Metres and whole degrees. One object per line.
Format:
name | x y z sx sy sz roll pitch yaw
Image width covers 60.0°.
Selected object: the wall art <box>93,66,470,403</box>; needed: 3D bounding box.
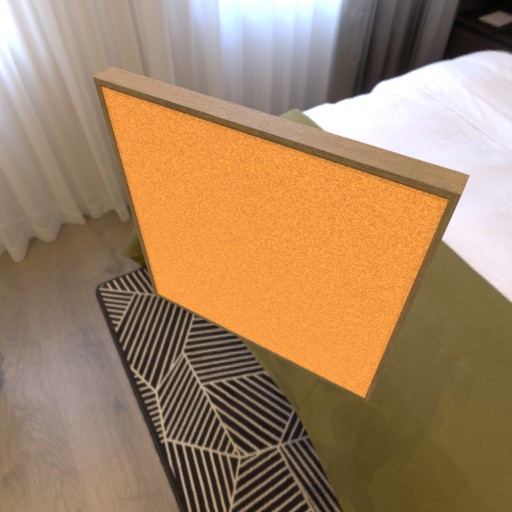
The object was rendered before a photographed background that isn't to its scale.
wall art | 0.000 0.000 0.737 0.507 0.507 0.037 23 52 19
